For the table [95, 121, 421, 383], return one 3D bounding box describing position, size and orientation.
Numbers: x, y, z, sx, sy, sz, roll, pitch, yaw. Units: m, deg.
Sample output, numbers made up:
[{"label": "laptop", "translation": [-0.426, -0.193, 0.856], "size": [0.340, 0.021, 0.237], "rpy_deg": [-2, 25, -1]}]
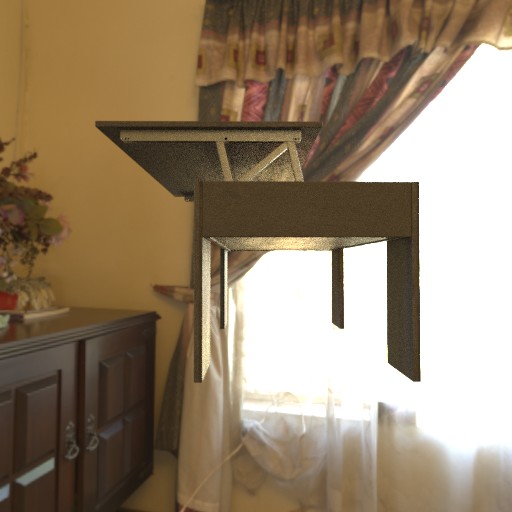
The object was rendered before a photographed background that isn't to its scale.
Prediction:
[{"label": "table", "translation": [0.000, 0.000, 1.462], "size": [0.711, 0.570, 1.000], "rpy_deg": [0, -1, -1]}]
